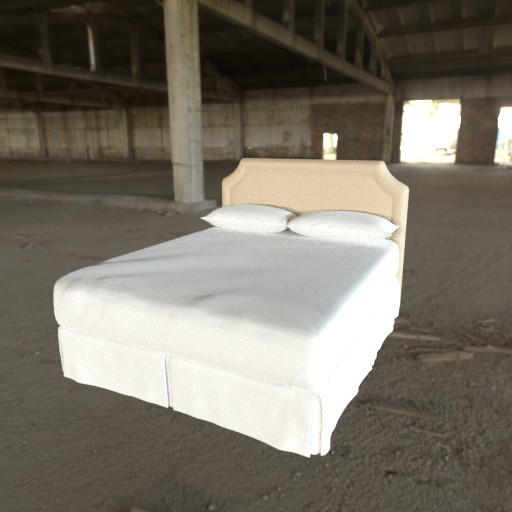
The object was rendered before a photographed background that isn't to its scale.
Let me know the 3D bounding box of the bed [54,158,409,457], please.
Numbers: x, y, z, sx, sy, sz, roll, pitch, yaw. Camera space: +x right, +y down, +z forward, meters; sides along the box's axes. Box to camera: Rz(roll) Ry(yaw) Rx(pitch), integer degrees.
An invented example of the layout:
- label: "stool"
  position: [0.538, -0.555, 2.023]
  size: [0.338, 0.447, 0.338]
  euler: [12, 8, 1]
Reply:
- label: "bed"
  position: [0.000, 0.000, 3.778]
  size: [2.134, 1.524, 2.548]
  euler: [7, 16, 26]
